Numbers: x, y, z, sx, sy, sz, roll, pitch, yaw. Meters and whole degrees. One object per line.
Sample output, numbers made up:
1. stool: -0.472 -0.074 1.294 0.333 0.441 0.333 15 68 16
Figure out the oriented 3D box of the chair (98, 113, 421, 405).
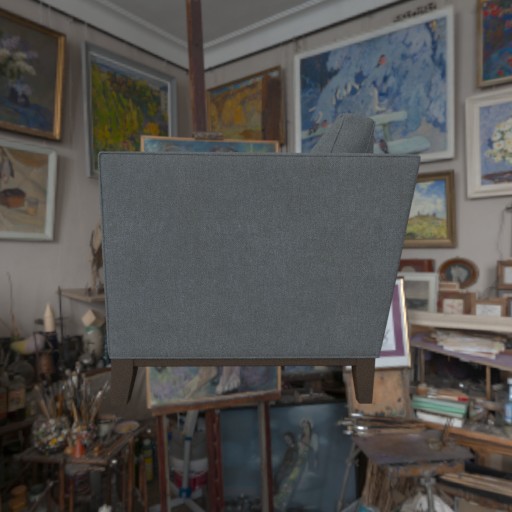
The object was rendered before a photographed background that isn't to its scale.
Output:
1. chair: 0.000 0.000 1.998 0.965 0.942 1.396 0 0 -1
